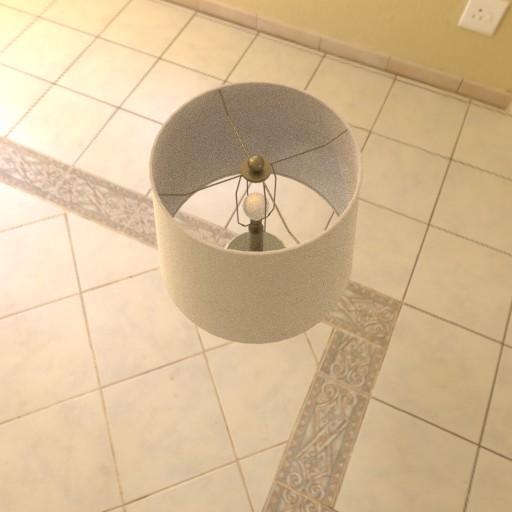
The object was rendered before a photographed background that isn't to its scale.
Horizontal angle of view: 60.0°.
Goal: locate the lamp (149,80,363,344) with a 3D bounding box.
[{"bbox_3d":[0.000,0.000,0.570,0.239,0.399,0.239,0,65,0],"label":"lamp"}]
